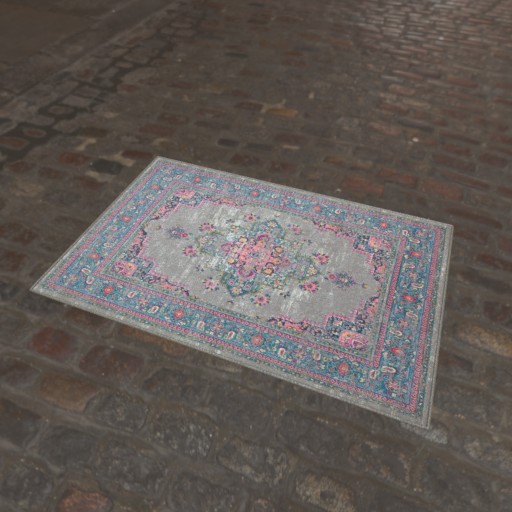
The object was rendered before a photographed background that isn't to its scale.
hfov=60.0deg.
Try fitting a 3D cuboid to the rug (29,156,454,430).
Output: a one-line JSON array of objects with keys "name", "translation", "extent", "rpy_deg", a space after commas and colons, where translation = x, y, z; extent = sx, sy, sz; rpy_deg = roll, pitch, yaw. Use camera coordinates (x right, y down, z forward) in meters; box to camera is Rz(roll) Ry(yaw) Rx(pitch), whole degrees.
[{"name": "rug", "translation": [0.000, 0.000, 2.138], "extent": [1.748, 0.014, 1.144], "rpy_deg": [16, 48, 15]}]
